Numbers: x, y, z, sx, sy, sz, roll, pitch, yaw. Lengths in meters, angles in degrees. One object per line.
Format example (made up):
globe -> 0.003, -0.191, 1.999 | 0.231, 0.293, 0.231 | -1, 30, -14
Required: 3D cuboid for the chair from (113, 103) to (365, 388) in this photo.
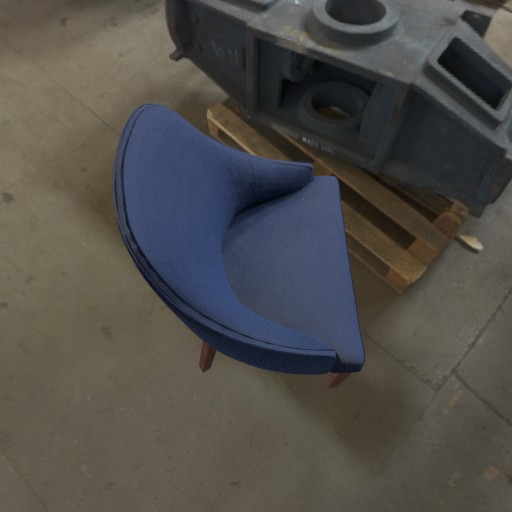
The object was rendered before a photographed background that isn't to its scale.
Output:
chair -> 0.000, 0.000, 1.277 | 0.575, 0.889, 0.643 | -2, 63, -1
